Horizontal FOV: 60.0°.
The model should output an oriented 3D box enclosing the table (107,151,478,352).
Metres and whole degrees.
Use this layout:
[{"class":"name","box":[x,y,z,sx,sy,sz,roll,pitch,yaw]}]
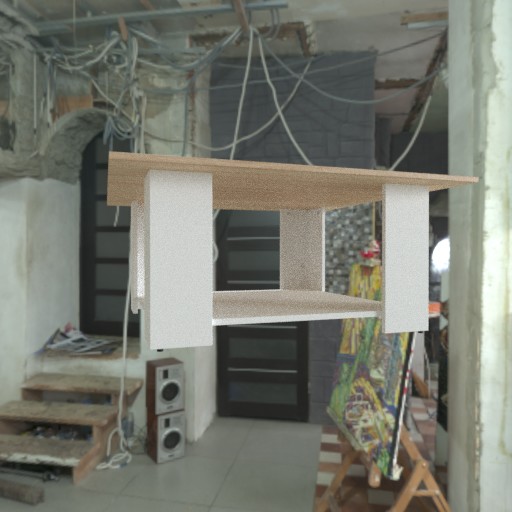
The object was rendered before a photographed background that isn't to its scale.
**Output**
[{"class":"table","box":[0.000,0.000,1.056,0.670,0.305,0.670,0,1,-19]}]
